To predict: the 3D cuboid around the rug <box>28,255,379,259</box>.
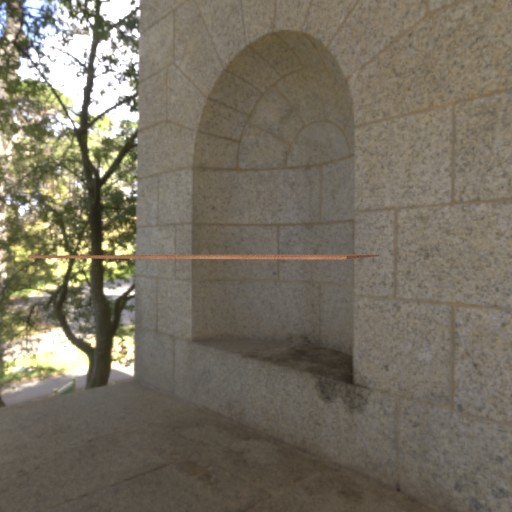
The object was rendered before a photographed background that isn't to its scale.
[{"bbox_3d":[0.000,0.000,3.057,1.524,0.014,2.438,0,0,18],"label":"rug"}]
